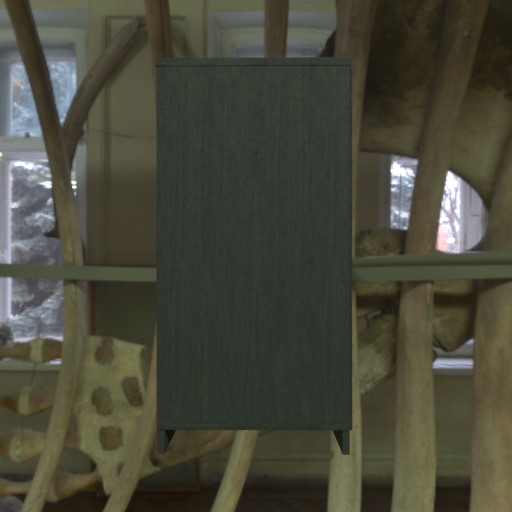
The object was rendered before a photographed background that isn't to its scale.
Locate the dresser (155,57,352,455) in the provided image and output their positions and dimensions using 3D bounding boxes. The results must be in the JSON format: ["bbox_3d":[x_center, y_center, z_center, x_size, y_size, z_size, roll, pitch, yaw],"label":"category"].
[{"bbox_3d":[0.000,0.000,1.406,0.404,0.816,0.994,0,0,1],"label":"dresser"}]
